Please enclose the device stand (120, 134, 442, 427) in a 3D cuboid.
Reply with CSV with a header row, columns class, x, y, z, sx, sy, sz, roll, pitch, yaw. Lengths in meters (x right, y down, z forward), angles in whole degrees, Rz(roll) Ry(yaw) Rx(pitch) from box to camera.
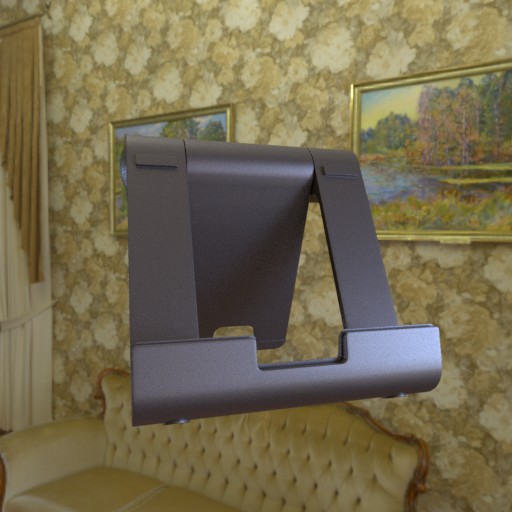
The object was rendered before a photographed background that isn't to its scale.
class,x,y,z,sx,sy,sz,roll,pitch,yaw
device stand,0.000,0.000,0.151,0.088,0.084,0.079,0,2,-17
